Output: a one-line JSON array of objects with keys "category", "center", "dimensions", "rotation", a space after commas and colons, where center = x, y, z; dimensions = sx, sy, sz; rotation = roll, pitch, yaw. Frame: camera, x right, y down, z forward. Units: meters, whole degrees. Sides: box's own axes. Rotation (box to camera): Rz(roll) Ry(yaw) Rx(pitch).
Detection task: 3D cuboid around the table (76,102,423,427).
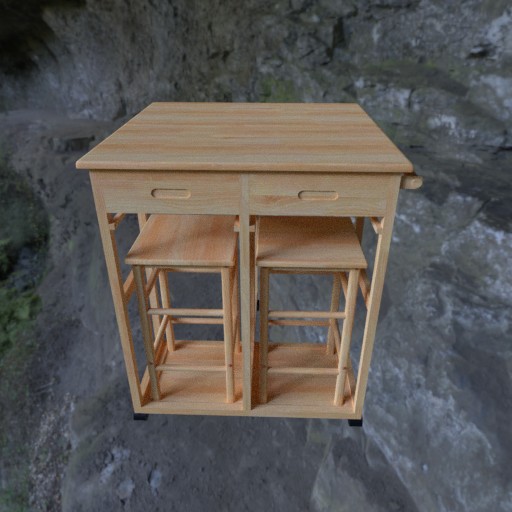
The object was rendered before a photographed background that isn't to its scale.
[{"category": "table", "center": [0.000, 0.000, 1.436], "dimensions": [0.752, 0.832, 0.693], "rotation": [1, 29, 2]}]
